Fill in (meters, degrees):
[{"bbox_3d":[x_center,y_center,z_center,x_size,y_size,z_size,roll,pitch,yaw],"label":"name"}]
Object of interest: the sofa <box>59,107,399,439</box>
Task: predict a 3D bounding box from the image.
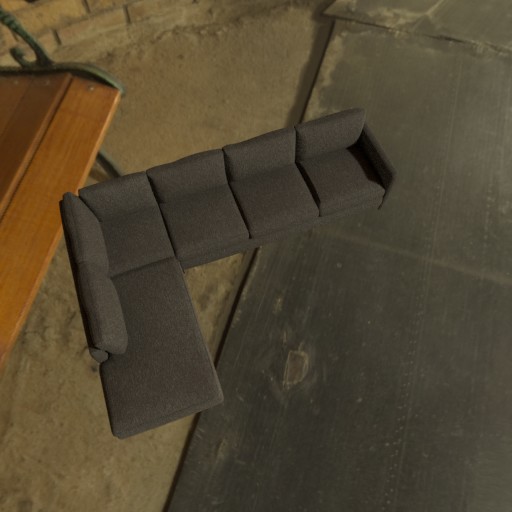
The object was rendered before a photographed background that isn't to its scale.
[{"bbox_3d":[0.000,0.000,3.792,2.949,0.815,2.007,-19,65,-9],"label":"sofa"}]
